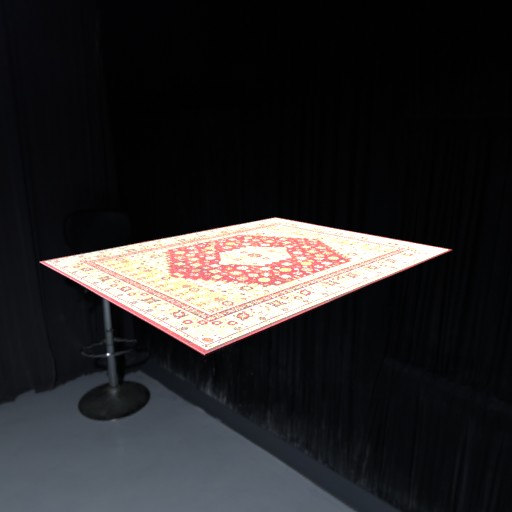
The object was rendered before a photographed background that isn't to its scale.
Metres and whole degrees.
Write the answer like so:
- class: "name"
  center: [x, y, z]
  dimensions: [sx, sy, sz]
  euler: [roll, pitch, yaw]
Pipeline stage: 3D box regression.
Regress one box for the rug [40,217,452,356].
- class: "rug"
  center: [0.000, 0.000, 4.144]
  dimensions: [3.053, 0.013, 2.387]
  euler: [-15, 21, -42]
